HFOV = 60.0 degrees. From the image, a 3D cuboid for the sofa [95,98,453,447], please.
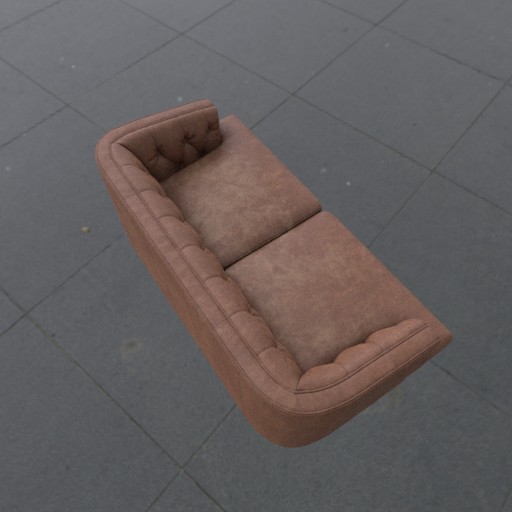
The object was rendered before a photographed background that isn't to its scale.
[{"bbox_3d":[0.000,0.000,2.224,0.914,0.786,1.755,-31,63,-18],"label":"sofa"}]
